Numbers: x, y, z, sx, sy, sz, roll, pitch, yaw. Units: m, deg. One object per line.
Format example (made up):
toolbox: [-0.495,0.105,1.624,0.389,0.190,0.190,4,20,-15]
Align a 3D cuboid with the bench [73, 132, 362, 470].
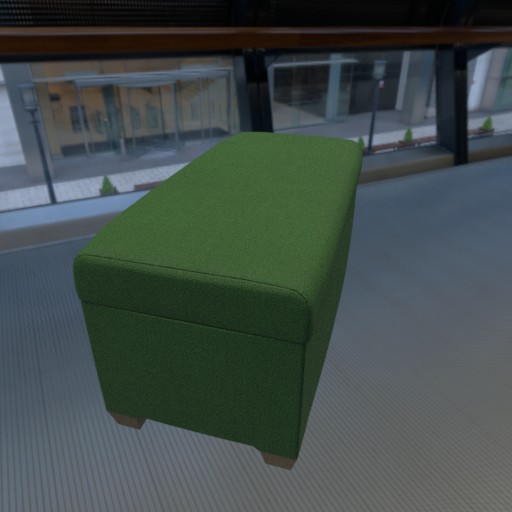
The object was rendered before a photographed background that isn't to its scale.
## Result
bench: [0.000,0.000,1.290,0.505,0.501,0.989,8,30,15]
